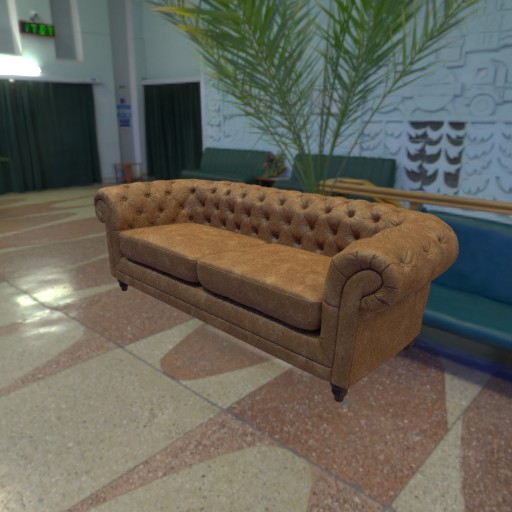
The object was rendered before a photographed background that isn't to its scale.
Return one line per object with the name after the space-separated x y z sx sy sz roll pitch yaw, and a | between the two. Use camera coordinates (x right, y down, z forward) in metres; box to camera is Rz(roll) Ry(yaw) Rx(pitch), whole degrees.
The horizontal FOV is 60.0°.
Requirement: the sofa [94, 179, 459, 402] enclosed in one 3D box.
0.000 0.000 2.773 2.365 0.760 0.989 16 24 42 | sofa
